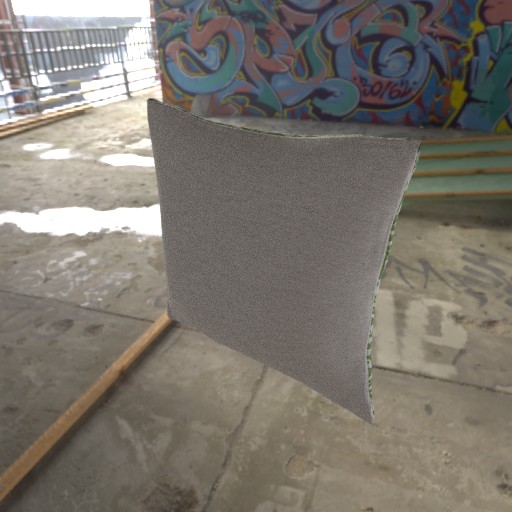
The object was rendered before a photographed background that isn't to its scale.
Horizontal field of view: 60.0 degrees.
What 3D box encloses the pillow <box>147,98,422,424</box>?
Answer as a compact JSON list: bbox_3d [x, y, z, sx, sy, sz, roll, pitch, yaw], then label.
[{"bbox_3d":[0.000,0.000,0.676,0.440,0.419,0.162,20,34,32],"label":"pillow"}]
